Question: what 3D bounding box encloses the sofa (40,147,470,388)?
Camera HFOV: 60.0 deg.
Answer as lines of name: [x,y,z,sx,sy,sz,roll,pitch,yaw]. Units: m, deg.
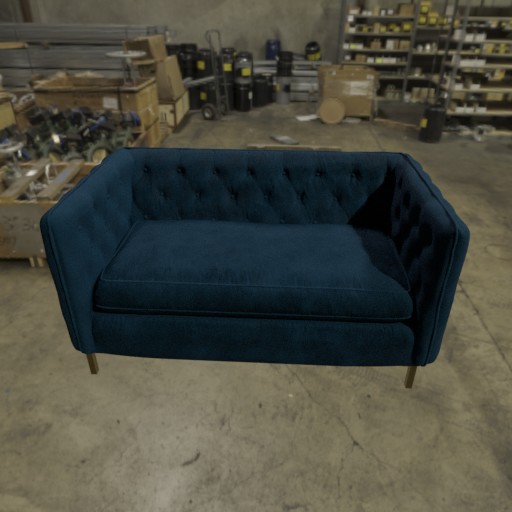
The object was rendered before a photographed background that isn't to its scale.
sofa: [0.000,0.000,2.114,1.583,0.810,0.909,2,30,3]
